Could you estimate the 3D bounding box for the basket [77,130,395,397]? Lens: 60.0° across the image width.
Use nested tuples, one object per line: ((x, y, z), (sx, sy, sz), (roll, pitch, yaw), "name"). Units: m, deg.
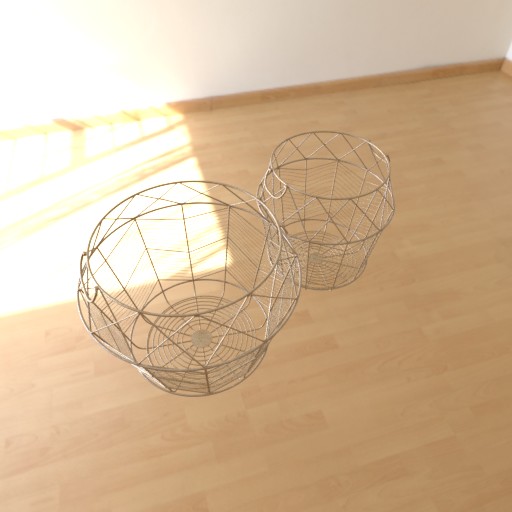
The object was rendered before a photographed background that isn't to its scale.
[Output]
((0.000, 0.000, 1.041), (0.805, 0.343, 0.451), (-33, 54, -28), "basket")
